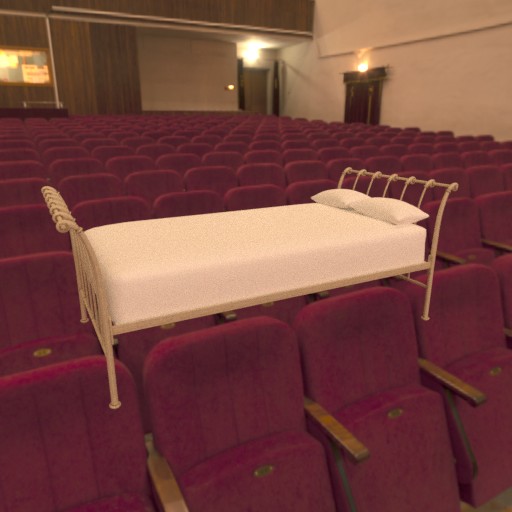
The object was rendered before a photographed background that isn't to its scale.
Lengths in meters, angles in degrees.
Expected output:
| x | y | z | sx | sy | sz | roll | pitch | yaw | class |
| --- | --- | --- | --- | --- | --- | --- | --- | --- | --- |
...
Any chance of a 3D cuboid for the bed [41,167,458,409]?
| x | y | z | sx | sy | sz | roll | pitch | yaw | class |
| --- | --- | --- | --- | --- | --- | --- | --- | --- | --- |
| 0.000 | 0.000 | 2.709 | 2.228 | 0.873 | 1.032 | -9 | 19 | -26 | bed |
